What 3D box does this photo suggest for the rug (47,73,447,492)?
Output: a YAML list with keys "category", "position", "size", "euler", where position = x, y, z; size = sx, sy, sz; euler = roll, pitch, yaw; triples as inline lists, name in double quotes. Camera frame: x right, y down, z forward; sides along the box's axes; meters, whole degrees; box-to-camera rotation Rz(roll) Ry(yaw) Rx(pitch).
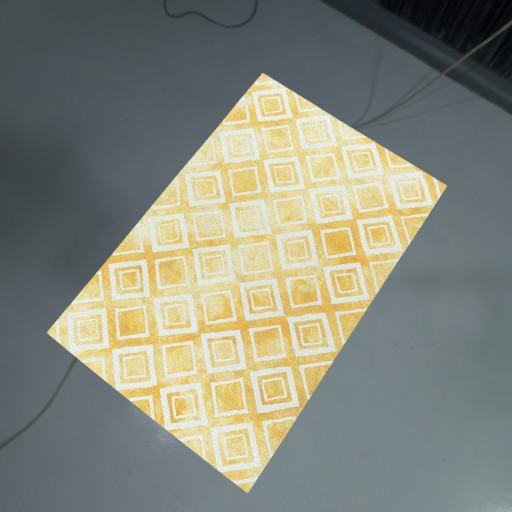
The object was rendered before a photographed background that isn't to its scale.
- category: "rug"
  position: [0.000, 0.000, 2.263]
  size: [1.213, 0.010, 1.829]
  euler: [35, 77, 9]
